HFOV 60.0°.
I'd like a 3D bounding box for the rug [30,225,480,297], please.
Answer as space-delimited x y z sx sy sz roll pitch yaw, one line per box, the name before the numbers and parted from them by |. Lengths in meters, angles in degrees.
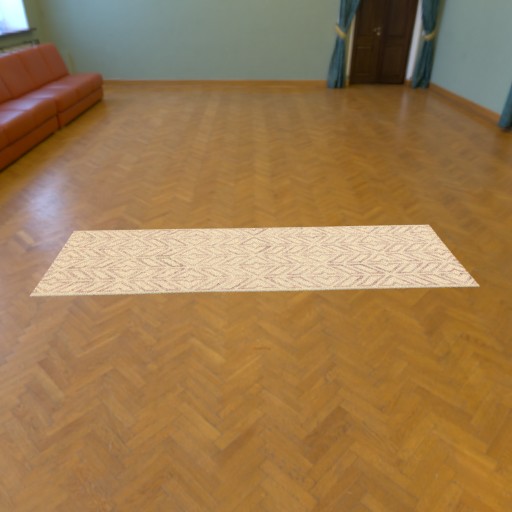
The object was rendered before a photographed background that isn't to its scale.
rug | 0.000 0.000 2.717 2.435 0.009 0.750 -1 31 -2
